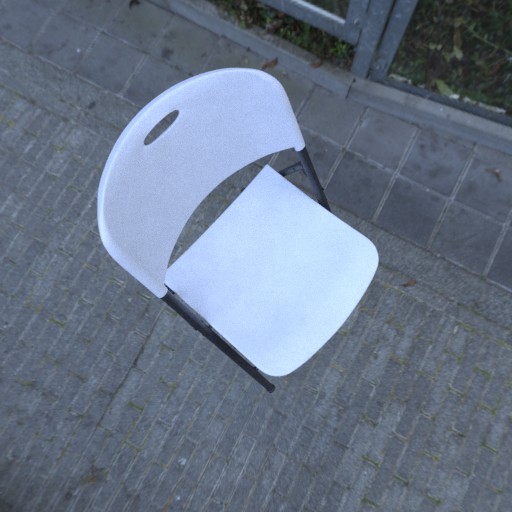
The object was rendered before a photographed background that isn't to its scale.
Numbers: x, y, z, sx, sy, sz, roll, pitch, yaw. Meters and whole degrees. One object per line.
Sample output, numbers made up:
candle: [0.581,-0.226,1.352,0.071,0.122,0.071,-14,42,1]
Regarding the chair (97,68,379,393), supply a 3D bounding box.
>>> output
chair: [0.000,0.000,1.171,0.566,0.810,0.494,41,79,9]
